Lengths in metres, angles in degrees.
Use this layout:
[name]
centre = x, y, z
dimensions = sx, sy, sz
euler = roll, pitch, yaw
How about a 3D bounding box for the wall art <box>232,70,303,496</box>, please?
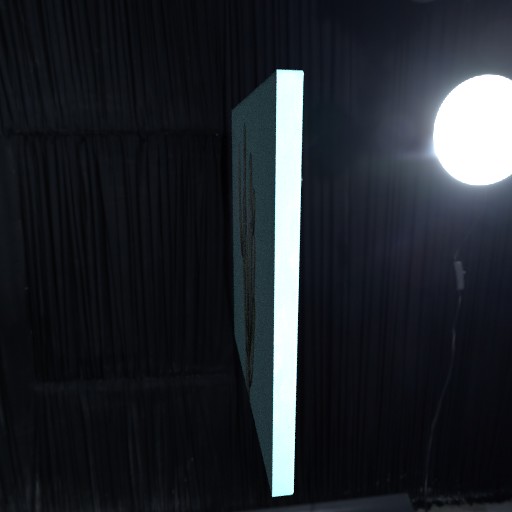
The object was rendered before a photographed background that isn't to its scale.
[wall art]
centre = 0.000, 0.000, 1.580
dimensions = 0.070, 1.073, 1.071
euler = -2, 14, -8
